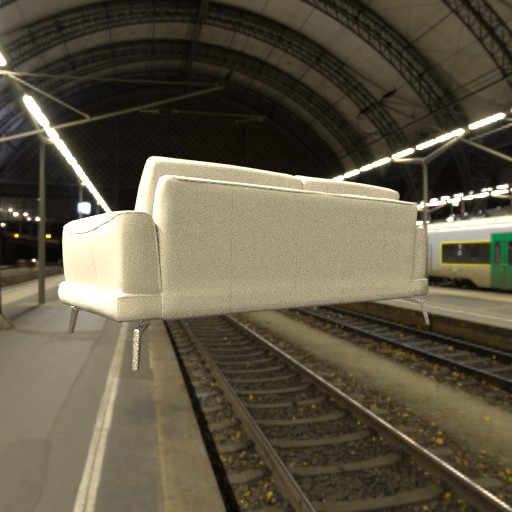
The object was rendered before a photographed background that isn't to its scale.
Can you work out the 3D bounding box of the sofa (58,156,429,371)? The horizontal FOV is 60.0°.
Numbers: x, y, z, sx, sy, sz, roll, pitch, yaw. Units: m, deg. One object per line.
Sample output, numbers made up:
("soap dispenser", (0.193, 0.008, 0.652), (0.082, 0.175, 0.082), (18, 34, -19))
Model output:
("sofa", (0.000, 0.000, 2.807), (2.177, 0.930, 1.121), (0, 0, -36))
